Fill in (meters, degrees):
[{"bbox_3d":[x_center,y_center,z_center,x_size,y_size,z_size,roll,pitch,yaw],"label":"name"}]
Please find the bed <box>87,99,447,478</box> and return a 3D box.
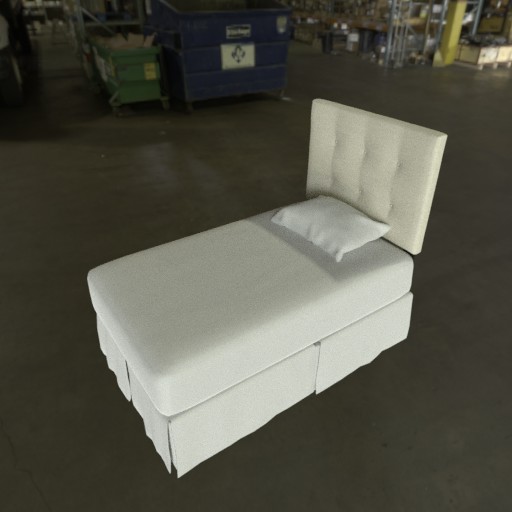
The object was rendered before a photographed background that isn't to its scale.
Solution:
[{"bbox_3d":[0.000,0.000,2.925,1.997,1.571,1.261,-20,37,-29],"label":"bed"}]
